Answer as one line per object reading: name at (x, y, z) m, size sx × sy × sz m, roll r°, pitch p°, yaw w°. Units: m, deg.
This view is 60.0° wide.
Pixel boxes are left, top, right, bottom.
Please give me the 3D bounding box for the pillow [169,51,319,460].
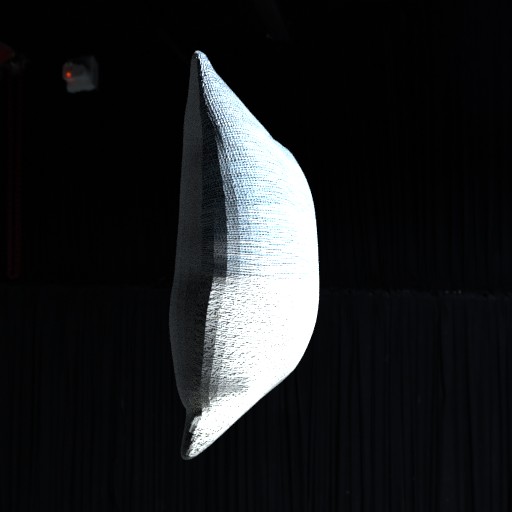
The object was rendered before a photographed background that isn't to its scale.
pillow at (0.000, 0.000, 0.674) m, size 0.182 × 0.441 × 0.440 m, roll 0°, pitch -1°, yaw 18°
